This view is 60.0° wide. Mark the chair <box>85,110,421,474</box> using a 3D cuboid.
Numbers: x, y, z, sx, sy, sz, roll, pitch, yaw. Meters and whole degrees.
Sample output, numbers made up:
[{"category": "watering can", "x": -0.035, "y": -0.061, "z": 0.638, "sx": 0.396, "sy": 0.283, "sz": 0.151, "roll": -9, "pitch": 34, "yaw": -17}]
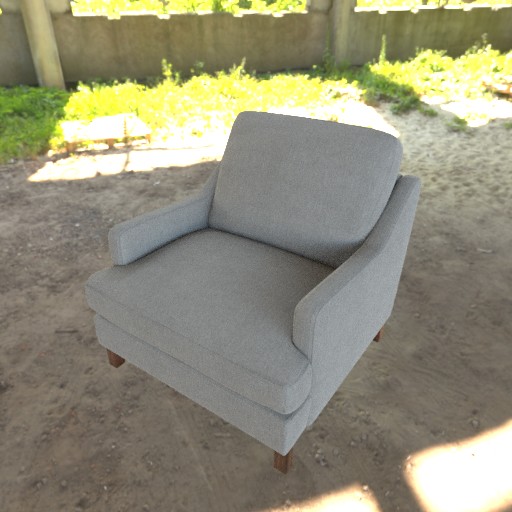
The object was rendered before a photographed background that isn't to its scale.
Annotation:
[{"category": "chair", "x": 0.000, "y": 0.000, "z": 1.551, "sx": 0.826, "sy": 0.821, "sz": 0.892, "roll": 20, "pitch": 35, "yaw": 30}]
